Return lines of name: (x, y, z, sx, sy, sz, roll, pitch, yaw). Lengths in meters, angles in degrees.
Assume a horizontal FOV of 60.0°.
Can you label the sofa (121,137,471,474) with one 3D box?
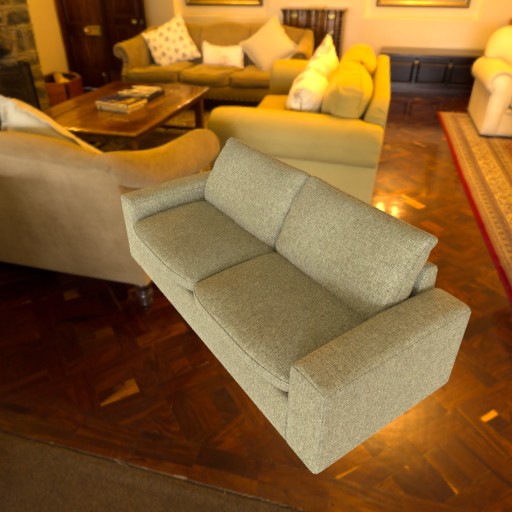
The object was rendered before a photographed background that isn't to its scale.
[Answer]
sofa: (0.000, 0.000, 2.809, 1.040, 0.922, 2.299, -20, 38, -28)
